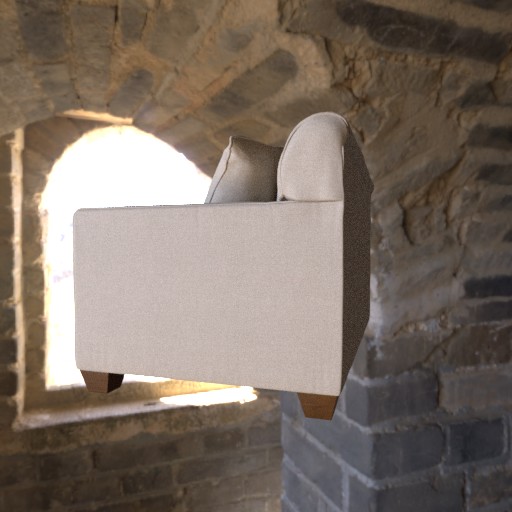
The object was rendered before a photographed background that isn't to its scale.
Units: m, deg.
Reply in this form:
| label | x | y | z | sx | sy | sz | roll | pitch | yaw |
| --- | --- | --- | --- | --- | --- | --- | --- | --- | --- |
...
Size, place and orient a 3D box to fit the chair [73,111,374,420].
| label | x | y | z | sx | sy | sz | roll | pitch | yaw |
| --- | --- | --- | --- | --- | --- | --- | --- | --- | --- |
| chair | 0.000 | 0.000 | 2.067 | 1.000 | 0.948 | 1.383 | 0 | 1 | 18 |
